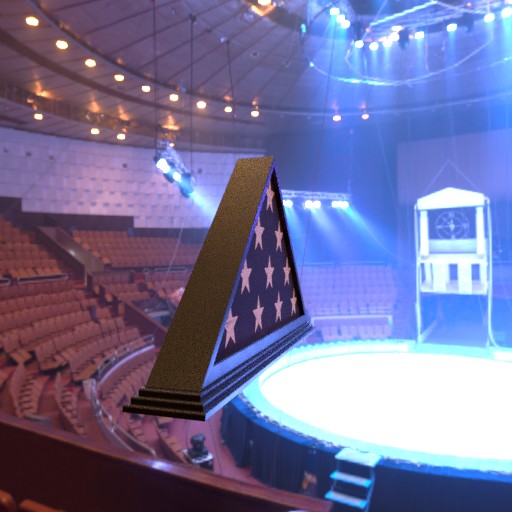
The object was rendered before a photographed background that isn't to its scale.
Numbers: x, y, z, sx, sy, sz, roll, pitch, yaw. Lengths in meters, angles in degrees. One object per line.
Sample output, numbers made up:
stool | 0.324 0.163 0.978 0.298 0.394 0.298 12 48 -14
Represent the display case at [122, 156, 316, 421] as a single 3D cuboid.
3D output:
display case | 0.000 0.000 0.761 0.095 0.340 0.640 0 -1 17
